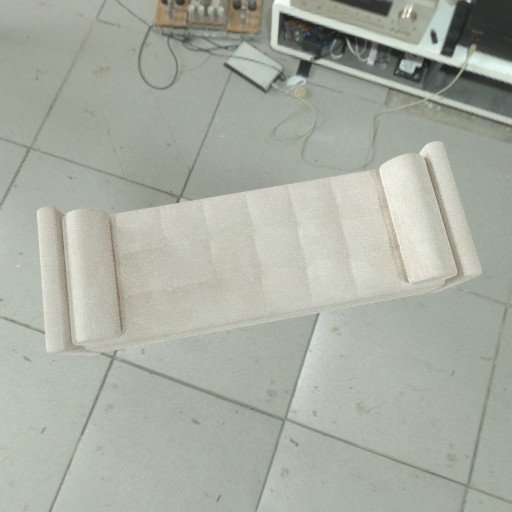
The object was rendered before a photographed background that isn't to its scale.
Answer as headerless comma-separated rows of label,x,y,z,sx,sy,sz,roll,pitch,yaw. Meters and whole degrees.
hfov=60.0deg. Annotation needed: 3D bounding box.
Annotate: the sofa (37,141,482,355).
sofa,0.000,0.000,2.336,1.981,0.635,0.686,-10,77,-2
